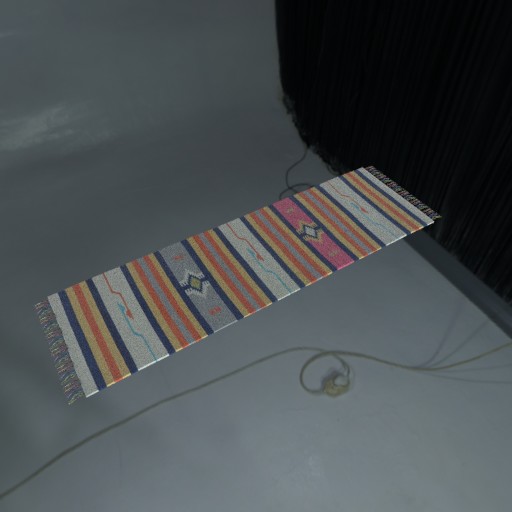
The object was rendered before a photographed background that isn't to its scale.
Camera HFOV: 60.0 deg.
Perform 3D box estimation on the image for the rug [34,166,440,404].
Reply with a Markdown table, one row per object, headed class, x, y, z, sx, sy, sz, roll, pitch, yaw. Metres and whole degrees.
| class | x | y | z | sx | sy | sz | roll | pitch | yaw |
| --- | --- | --- | --- | --- | --- | --- | --- | --- | --- |
| rug | 0.000 | 0.000 | 2.675 | 2.455 | 0.017 | 0.695 | -24 | 52 | -21 |
